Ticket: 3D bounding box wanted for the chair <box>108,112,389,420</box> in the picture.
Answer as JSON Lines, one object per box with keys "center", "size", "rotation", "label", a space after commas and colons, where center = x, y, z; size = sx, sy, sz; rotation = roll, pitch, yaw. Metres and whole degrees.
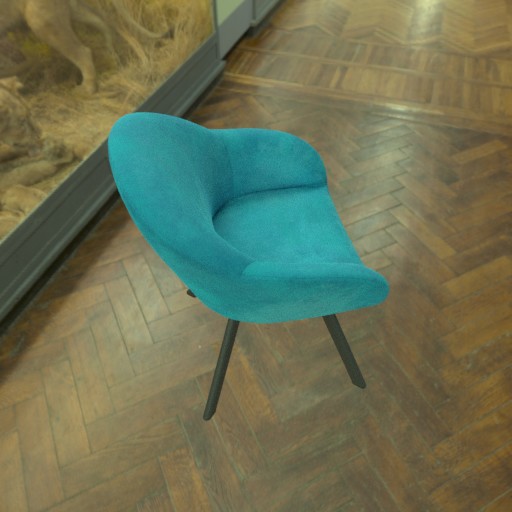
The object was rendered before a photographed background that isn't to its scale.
{"center": [0.000, 0.000, 1.179], "size": [0.590, 0.795, 0.550], "rotation": [-9, 48, -8], "label": "chair"}
